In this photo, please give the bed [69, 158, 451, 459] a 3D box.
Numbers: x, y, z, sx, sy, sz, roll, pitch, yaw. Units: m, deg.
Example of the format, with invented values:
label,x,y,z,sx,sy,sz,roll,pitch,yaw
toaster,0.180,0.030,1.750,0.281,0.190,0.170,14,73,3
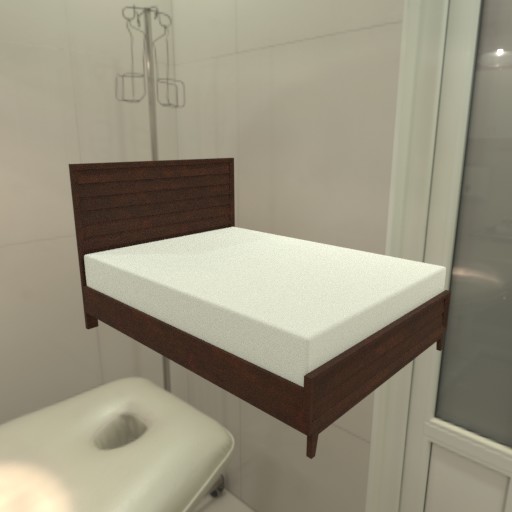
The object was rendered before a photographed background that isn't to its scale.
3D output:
label,x,y,z,sx,sy,sz,roll,pitch,yaw
bed,0.000,0.000,3.166,2.184,1.270,1.600,14,20,42
